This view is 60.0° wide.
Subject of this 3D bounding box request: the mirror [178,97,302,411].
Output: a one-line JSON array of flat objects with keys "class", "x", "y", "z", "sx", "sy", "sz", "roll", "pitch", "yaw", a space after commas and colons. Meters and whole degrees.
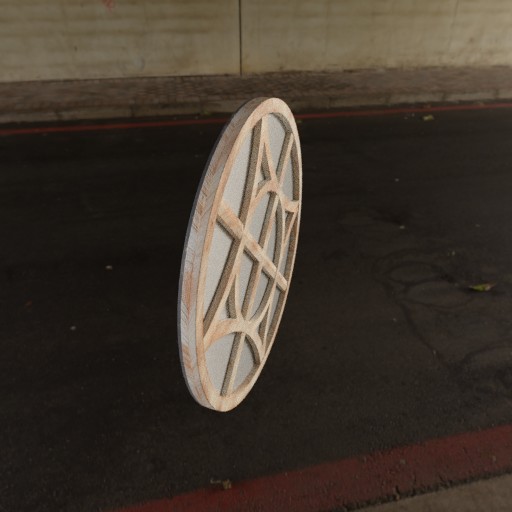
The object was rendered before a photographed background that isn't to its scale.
[{"class": "mirror", "x": 0.000, "y": 0.000, "z": 1.052, "sx": 0.038, "sy": 0.710, "sz": 0.710, "roll": 10, "pitch": 32, "yaw": 17}]
